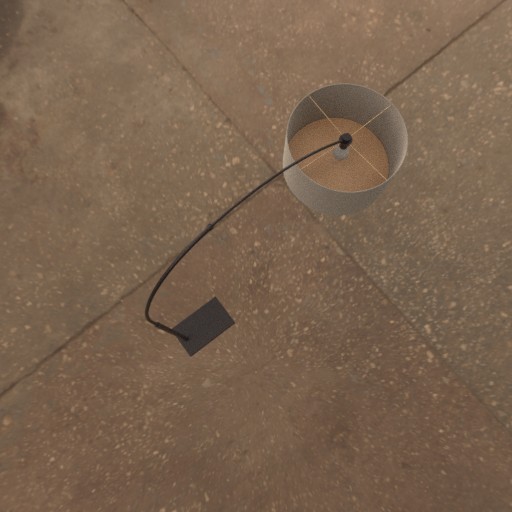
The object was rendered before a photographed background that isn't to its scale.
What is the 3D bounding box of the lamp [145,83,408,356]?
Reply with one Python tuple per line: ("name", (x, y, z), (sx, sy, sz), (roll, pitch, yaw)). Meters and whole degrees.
("lamp", (0.000, 0.000, 2.540), (1.424, 1.927, 0.493), (-36, 78, -9))
